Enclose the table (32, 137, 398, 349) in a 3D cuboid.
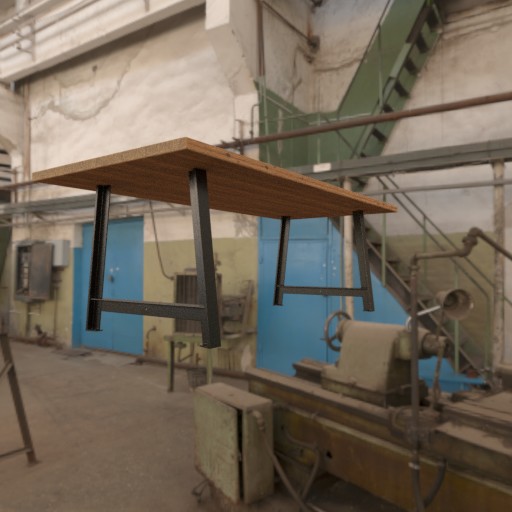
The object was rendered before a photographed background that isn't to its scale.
[{"bbox_3d":[0.000,0.000,2.664,1.000,0.757,2.200,-1,-1,36],"label":"table"}]
